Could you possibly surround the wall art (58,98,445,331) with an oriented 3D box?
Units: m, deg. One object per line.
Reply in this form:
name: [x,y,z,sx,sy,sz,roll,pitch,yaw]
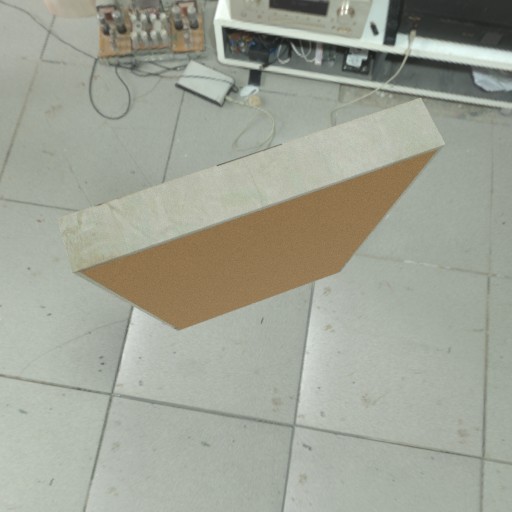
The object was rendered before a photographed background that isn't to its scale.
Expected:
wall art: [0.000,0.000,0.471,0.254,0.381,0.038,-19,76,-5]
